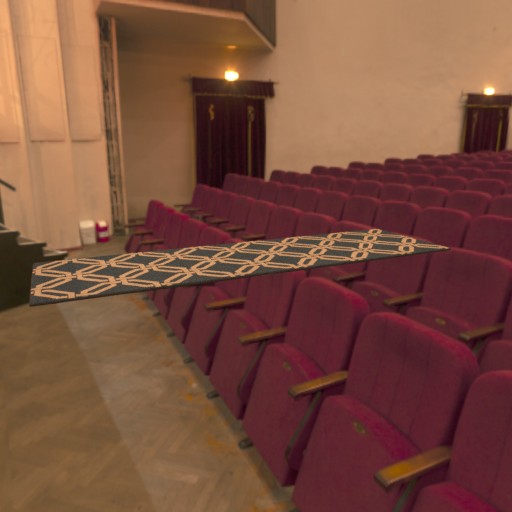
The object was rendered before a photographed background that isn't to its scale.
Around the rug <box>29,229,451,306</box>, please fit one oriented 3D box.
[{"bbox_3d":[0.000,0.000,2.499,2.276,0.014,0.678,-7,16,-24],"label":"rug"}]
